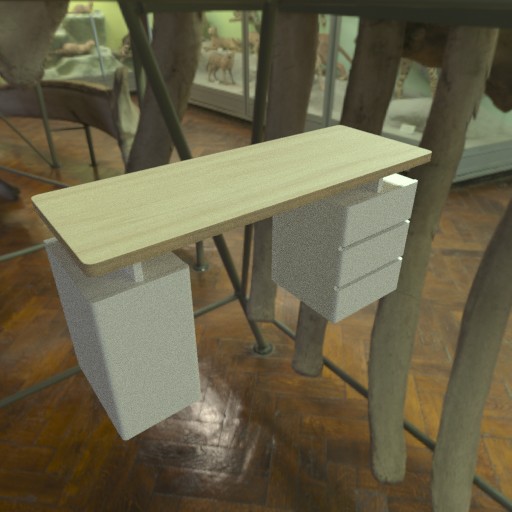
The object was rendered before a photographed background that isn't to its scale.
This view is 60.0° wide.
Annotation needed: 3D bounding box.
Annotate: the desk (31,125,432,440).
[{"bbox_3d":[0.000,0.000,1.886,1.500,0.755,0.550,-22,37,-31],"label":"desk"}]
